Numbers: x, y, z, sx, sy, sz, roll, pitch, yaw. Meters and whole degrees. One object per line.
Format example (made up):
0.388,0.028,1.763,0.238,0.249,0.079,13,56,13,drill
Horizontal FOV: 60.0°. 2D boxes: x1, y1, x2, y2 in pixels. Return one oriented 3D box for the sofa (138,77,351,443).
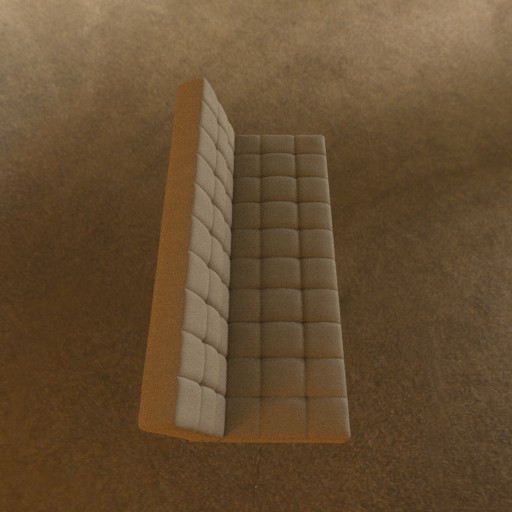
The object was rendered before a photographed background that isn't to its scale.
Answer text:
0.000,0.000,2.335,0.860,0.810,1.800,0,63,0,sofa
